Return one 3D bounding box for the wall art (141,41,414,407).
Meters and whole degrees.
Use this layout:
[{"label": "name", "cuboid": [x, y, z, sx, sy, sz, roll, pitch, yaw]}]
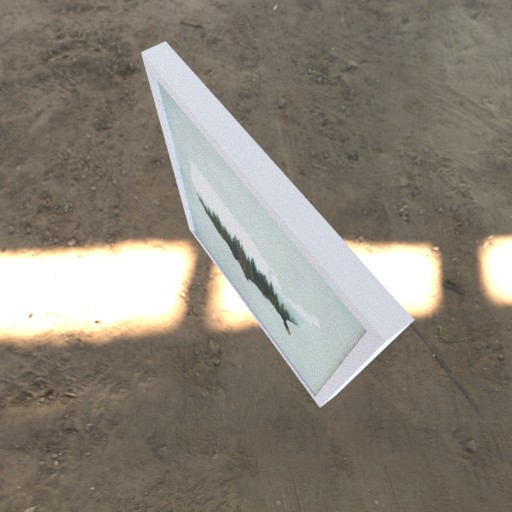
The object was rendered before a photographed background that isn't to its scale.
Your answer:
[{"label": "wall art", "cuboid": [0.000, 0.000, 0.460, 0.024, 0.304, 0.304, -32, 68, -15]}]
